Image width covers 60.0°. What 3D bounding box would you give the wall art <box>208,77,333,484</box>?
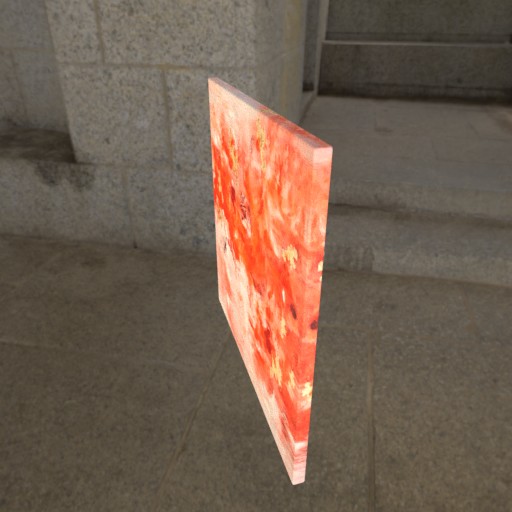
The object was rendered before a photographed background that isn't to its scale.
[{"bbox_3d":[0.000,0.000,1.305,0.066,0.878,0.878,-8,30,-15],"label":"wall art"}]
